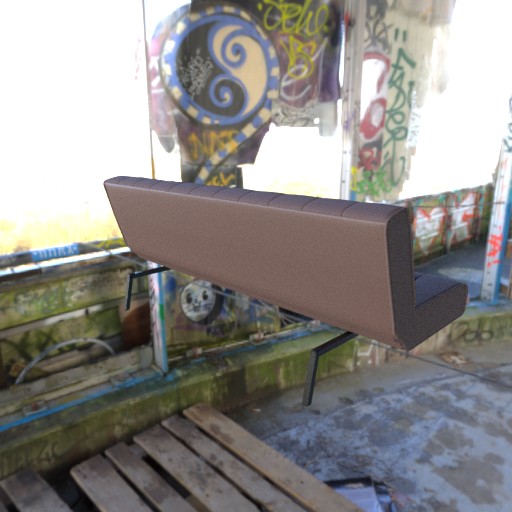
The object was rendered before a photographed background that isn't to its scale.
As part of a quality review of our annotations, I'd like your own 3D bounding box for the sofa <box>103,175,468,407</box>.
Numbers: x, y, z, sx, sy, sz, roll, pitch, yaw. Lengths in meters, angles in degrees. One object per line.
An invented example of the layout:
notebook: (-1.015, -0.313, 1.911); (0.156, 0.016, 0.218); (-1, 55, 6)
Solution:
sofa: (0.000, 0.000, 2.119); (0.747, 0.699, 1.703); (-14, 20, -43)
